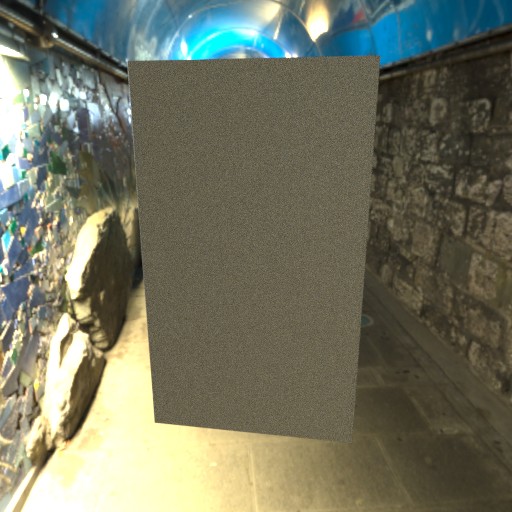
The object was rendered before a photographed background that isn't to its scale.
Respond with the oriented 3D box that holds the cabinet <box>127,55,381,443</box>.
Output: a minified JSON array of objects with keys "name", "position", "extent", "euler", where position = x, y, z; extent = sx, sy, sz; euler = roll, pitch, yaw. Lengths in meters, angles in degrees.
[{"name":"cabinet","position":[0.000,0.000,2.688],"extent":[1.250,2.160,0.480],"euler":[2,17,8]}]
